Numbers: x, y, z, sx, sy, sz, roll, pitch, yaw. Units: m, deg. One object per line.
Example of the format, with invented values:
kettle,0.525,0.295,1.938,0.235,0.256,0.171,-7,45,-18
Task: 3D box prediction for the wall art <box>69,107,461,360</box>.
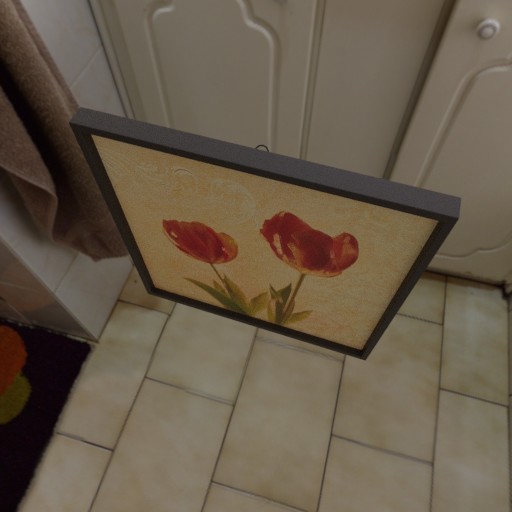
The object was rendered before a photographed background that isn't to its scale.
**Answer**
wall art,0.000,0.000,0.535,0.349,0.349,0.038,16,60,9
